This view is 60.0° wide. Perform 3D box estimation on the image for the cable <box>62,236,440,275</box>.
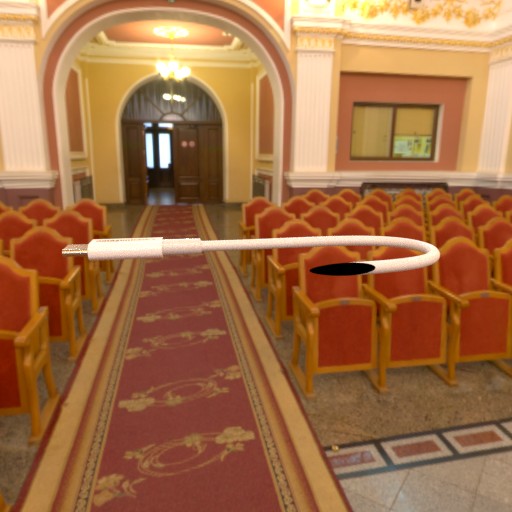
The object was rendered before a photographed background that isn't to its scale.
[{"bbox_3d":[0.000,0.000,0.113,0.098,0.006,0.040,-2,13,-10],"label":"cable"}]
